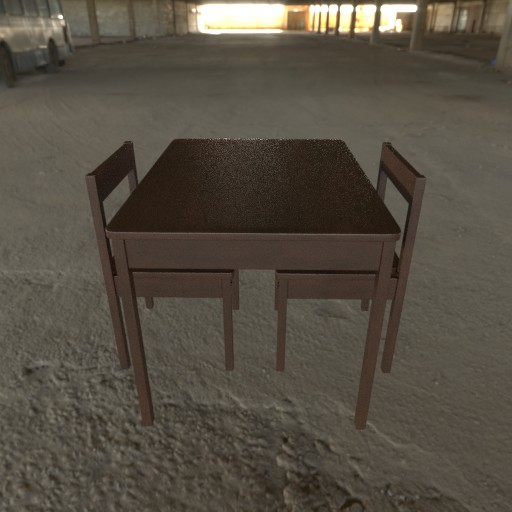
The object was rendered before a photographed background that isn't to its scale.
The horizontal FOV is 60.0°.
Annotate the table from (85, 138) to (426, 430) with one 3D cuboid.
[{"bbox_3d":[0.000,0.000,1.110,0.672,0.503,0.650,1,28,1],"label":"table"}]
